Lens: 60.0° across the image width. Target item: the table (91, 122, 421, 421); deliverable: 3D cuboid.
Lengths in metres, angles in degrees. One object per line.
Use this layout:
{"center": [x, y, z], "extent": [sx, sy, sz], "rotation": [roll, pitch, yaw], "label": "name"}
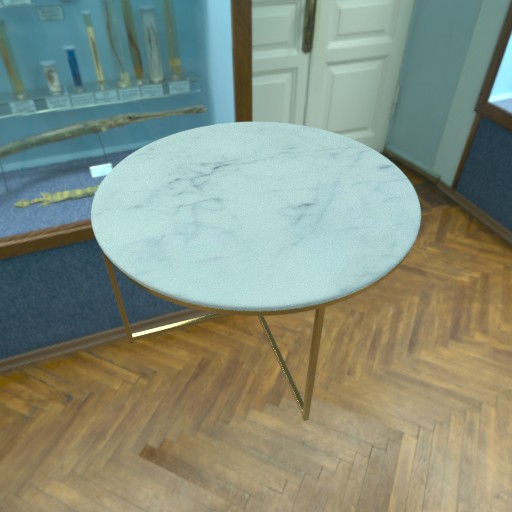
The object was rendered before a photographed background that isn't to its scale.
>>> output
{"center": [0.000, 0.000, 1.260], "extent": [0.800, 0.450, 0.800], "rotation": [0, 41, 0], "label": "table"}
